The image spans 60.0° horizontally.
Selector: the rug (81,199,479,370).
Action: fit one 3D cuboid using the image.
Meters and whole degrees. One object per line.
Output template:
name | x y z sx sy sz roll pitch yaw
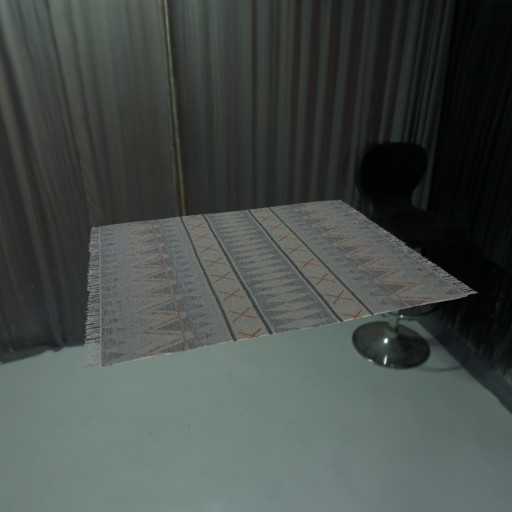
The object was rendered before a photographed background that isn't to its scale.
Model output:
rug | 0.000 0.000 4.120 3.000 0.012 2.371 -8 28 -16
